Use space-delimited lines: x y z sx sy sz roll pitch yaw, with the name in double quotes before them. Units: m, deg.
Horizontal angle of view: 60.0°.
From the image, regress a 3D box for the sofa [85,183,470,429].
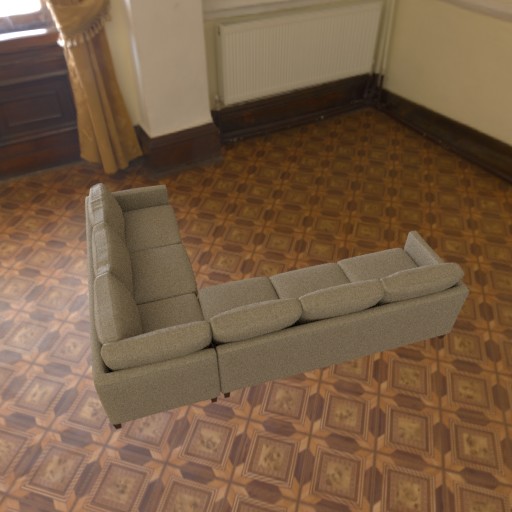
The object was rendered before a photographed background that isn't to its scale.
"sofa" 0.000 0.000 4.654 3.302 0.947 2.593 -12 43 -13
